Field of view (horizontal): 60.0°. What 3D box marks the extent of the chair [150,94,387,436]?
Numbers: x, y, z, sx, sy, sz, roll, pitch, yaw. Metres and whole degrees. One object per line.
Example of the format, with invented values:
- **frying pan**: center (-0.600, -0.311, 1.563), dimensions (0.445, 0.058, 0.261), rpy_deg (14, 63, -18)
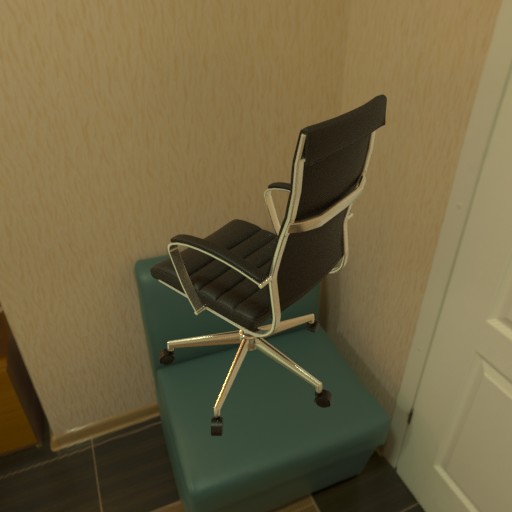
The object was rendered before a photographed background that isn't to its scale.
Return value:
- **chair**: center (0.000, 0.000, 1.628), dimensions (0.739, 1.149, 0.766), rpy_deg (23, 39, 31)
